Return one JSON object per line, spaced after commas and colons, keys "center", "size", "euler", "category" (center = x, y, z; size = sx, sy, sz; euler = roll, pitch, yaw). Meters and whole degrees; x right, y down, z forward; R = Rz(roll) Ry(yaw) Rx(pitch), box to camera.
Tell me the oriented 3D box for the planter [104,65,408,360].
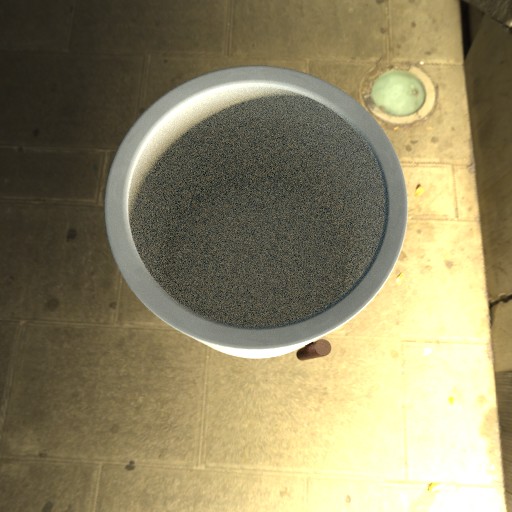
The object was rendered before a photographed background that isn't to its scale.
{"center": [0.000, 0.000, 0.933], "size": [0.417, 0.670, 0.417], "euler": [17, 76, 4], "category": "planter"}
